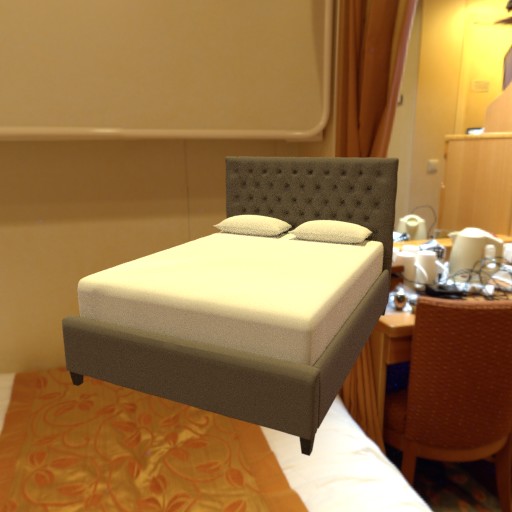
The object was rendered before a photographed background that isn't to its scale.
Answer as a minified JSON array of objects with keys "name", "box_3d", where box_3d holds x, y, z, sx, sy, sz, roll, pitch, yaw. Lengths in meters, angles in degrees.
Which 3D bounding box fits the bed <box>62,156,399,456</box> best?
[{"name":"bed","box_3d":[0.000,0.000,3.347,1.696,1.426,2.233,6,15,25]}]
